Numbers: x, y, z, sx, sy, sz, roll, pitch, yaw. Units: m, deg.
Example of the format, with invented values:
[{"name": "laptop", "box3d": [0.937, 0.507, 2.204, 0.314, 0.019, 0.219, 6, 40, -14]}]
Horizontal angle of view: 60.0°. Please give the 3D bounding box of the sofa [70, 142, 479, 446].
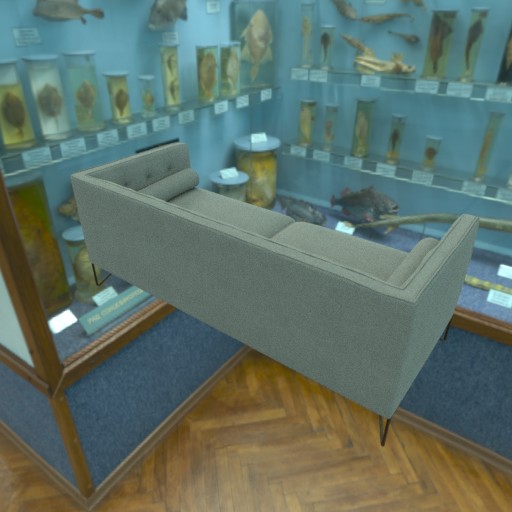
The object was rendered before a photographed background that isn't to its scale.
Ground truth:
[{"name": "sofa", "box3d": [0.000, 0.000, 2.551, 2.079, 0.798, 0.912, 21, 37, 31]}]
